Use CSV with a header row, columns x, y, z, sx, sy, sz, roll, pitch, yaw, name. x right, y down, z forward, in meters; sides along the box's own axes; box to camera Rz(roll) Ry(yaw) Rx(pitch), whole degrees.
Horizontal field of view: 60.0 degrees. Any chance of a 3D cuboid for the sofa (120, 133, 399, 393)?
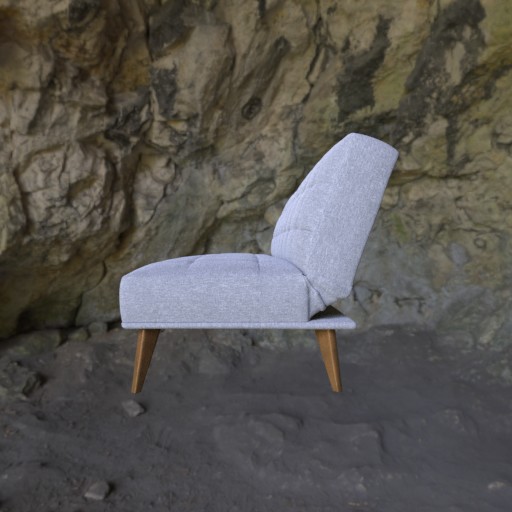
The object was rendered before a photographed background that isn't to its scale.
x,y,z,sx,sy,sz,roll,pitch,yaw,name
0.000,0.000,2.237,0.860,0.810,1.800,0,1,-1,sofa
